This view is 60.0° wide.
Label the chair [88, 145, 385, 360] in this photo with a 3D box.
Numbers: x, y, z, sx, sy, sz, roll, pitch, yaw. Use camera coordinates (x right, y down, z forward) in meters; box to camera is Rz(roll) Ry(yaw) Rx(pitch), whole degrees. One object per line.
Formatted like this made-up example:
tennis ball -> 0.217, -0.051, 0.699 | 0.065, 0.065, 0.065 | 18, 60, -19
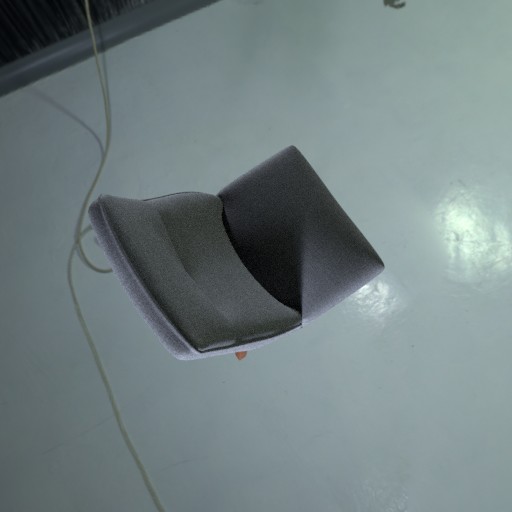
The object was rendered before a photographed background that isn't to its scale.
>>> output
chair -> 0.000, 0.000, 1.316 | 0.620, 0.930, 0.500 | -33, 78, -8
